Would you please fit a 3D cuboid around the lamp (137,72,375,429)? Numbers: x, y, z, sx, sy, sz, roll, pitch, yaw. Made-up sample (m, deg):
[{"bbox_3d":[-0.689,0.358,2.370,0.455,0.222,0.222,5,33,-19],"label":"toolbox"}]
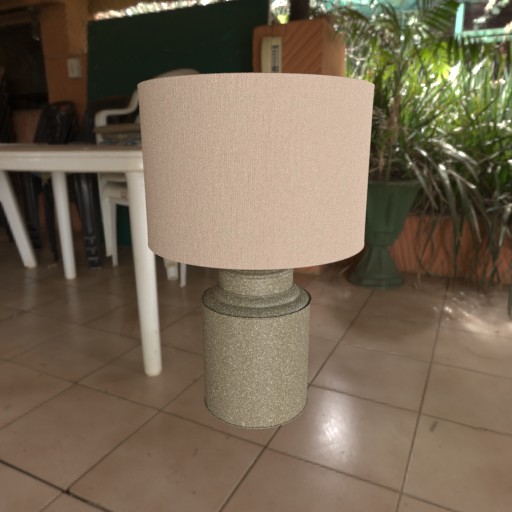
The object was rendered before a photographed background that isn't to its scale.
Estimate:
[{"bbox_3d":[0.000,0.000,0.676,0.318,0.486,0.318,0,15,0],"label":"lamp"}]
